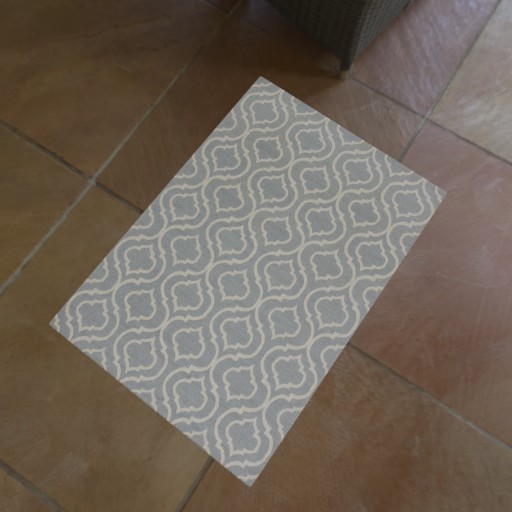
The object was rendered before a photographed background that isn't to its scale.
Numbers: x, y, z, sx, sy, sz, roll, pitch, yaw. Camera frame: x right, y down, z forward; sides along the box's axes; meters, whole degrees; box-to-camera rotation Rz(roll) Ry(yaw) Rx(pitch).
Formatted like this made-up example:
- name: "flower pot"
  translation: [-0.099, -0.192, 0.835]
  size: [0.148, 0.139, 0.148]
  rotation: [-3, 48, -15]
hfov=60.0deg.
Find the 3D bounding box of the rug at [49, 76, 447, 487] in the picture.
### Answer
- name: "rug"
  translation: [0.000, 0.000, 2.671]
  size: [1.451, 0.010, 2.080]
  rotation: [35, 77, 9]
